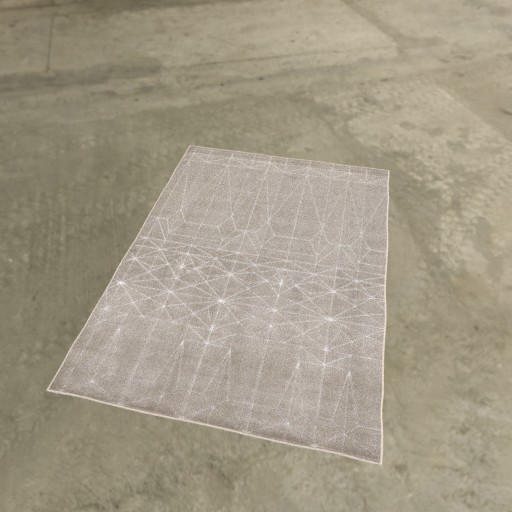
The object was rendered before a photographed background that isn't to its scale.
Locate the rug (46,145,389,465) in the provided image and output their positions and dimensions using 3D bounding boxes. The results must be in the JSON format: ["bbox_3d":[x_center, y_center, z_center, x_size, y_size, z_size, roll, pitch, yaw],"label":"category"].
[{"bbox_3d":[0.000,0.000,4.218,2.449,0.019,3.357,9,47,9],"label":"rug"}]
